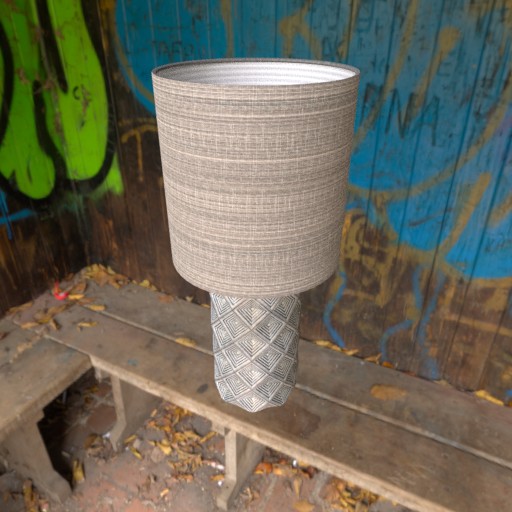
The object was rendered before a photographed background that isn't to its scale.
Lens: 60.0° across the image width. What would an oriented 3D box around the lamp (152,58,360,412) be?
[{"bbox_3d":[0.000,0.000,0.722,0.268,0.566,0.269,0,30,-1],"label":"lamp"}]
